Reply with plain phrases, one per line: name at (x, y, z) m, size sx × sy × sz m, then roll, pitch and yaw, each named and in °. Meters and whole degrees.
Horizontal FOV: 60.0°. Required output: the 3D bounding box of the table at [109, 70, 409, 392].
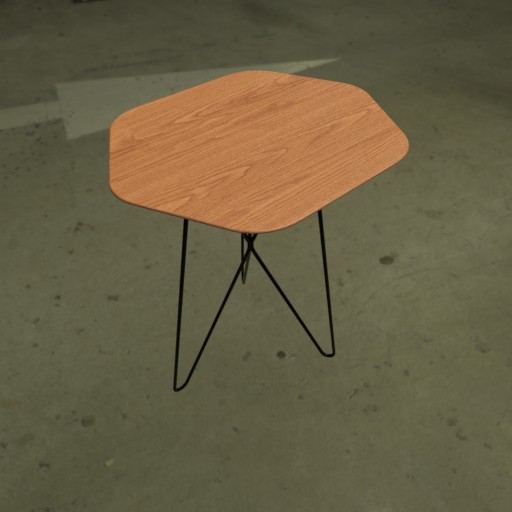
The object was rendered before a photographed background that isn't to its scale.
table at (0.000, 0.000, 0.906) m, size 0.500 × 0.562 × 0.400 m, roll -31°, pitch 53°, yaw -27°
